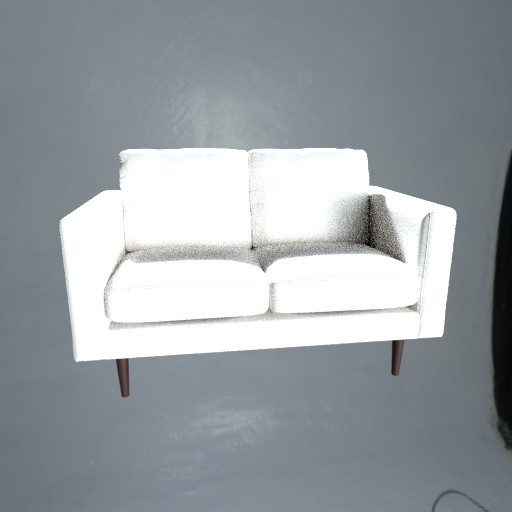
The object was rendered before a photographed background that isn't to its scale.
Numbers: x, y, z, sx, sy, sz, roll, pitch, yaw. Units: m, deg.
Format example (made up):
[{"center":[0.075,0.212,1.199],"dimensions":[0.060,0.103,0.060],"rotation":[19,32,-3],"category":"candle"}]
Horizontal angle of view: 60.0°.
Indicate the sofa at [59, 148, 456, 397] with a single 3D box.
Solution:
[{"center":[0.000,0.000,1.958],"dimensions":[1.430,0.908,0.796],"rotation":[-2,16,-8],"category":"sofa"}]
